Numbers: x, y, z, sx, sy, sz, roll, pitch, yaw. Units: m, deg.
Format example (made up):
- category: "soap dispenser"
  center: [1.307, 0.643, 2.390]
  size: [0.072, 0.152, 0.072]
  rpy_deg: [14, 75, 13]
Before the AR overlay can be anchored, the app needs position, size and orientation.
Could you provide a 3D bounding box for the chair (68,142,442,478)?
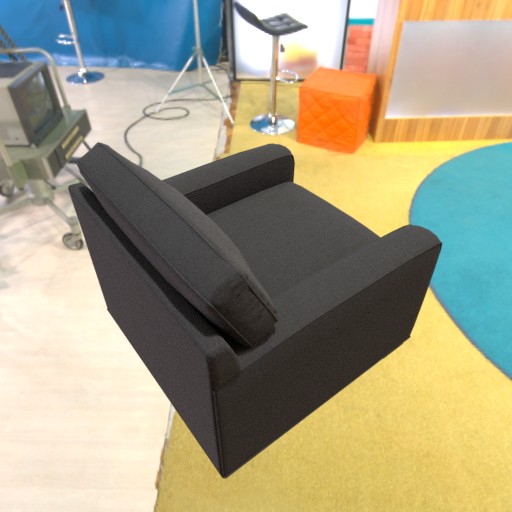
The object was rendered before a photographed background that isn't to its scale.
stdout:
- category: "chair"
  center: [0.000, 0.000, 1.798]
  size: [1.043, 0.913, 0.997]
  rpy_deg: [-27, 48, -27]
